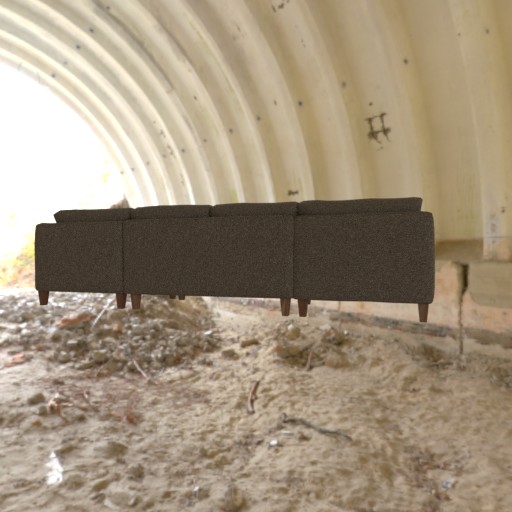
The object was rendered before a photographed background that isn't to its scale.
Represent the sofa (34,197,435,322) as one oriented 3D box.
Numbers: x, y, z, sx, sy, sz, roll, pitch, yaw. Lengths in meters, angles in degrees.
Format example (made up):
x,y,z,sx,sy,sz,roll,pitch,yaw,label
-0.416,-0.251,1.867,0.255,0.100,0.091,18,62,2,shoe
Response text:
x,y,z,sx,sy,sz,roll,pitch,yaw,label
0.000,0.000,4.505,3.238,0.853,2.551,0,0,18,sofa
